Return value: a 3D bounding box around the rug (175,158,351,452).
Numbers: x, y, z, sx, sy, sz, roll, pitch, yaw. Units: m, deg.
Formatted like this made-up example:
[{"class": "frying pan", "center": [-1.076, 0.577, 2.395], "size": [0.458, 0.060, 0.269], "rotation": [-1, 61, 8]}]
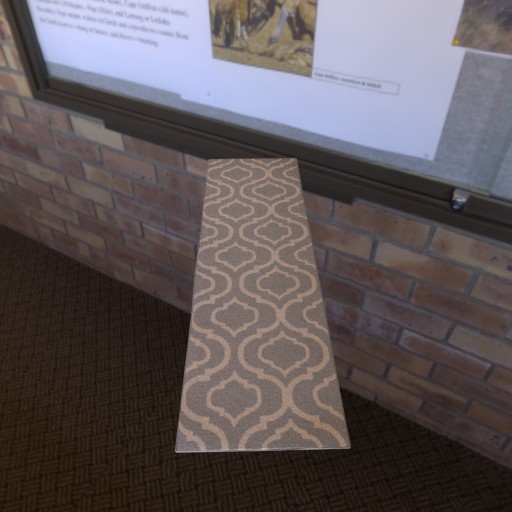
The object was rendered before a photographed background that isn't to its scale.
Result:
[{"class": "rug", "center": [0.000, 0.000, 2.567], "size": [0.684, 0.009, 2.275], "rotation": [-1, 41, -1]}]
